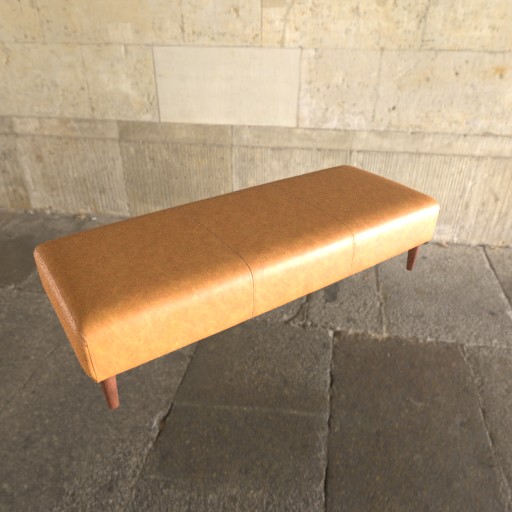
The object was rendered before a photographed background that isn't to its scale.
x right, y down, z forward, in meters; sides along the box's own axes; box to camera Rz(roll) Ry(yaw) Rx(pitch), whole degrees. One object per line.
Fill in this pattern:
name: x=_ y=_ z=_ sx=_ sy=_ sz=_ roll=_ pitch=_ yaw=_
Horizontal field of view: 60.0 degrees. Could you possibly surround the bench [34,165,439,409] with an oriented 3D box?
bench: x=0.000 y=0.000 z=1.897 sx=1.610 sy=0.399 sz=0.653 roll=-19 pitch=36 yaw=-29
